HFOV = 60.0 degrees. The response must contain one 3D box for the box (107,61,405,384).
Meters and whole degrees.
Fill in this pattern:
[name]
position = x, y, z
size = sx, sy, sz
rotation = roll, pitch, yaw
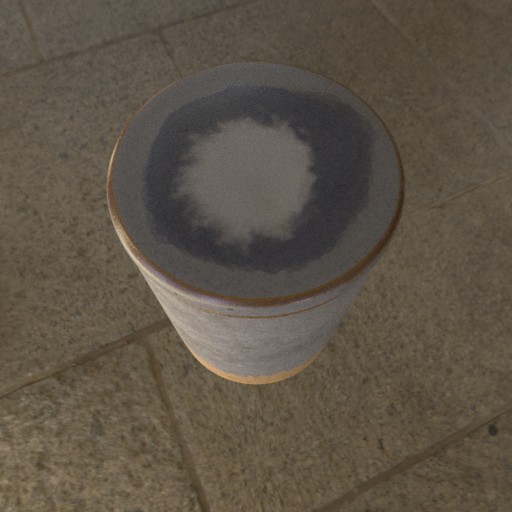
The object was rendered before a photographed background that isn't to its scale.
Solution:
[box]
position = 0.000, 0.000, 0.248
size = 0.118, 0.168, 0.118
rotation = 0, 65, 0
